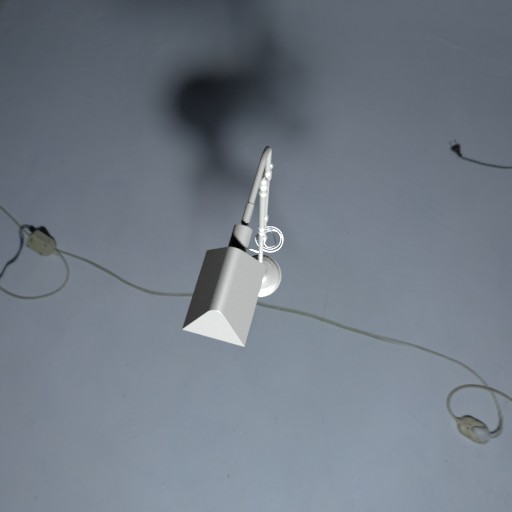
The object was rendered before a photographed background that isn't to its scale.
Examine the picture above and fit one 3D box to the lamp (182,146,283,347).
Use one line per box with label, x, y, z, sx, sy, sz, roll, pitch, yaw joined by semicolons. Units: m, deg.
lamp;0.000;0.000;1.869;0.256;1.571;0.813;15;76;4
